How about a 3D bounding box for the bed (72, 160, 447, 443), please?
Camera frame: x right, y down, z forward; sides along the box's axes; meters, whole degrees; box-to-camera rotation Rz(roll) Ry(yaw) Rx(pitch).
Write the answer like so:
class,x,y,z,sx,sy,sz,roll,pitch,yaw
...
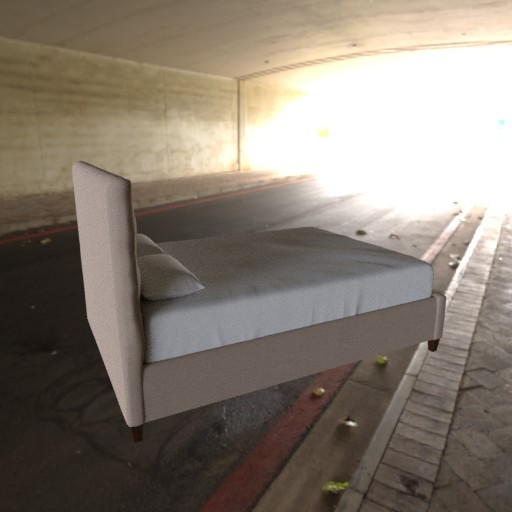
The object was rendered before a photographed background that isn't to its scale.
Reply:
class,x,y,z,sx,sy,sz,roll,pitch,yaw
bed,0.000,0.000,3.442,2.387,1.427,1.698,-8,17,-26
